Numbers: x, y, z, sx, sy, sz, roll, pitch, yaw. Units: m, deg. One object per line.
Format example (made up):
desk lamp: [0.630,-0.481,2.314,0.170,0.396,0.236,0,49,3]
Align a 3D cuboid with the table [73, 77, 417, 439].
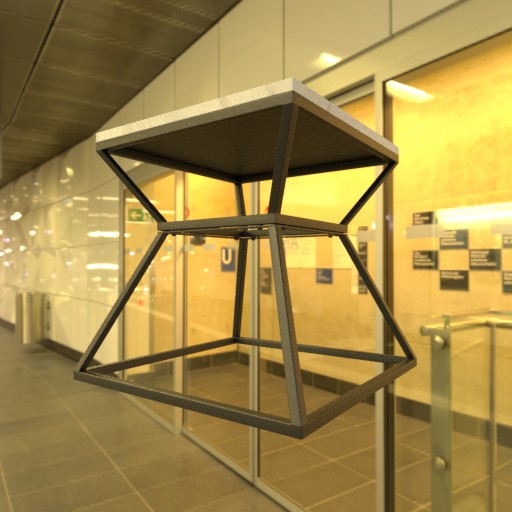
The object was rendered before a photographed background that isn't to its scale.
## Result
table: [0.000,0.000,0.824,0.455,0.431,0.455,-1,-1,36]
